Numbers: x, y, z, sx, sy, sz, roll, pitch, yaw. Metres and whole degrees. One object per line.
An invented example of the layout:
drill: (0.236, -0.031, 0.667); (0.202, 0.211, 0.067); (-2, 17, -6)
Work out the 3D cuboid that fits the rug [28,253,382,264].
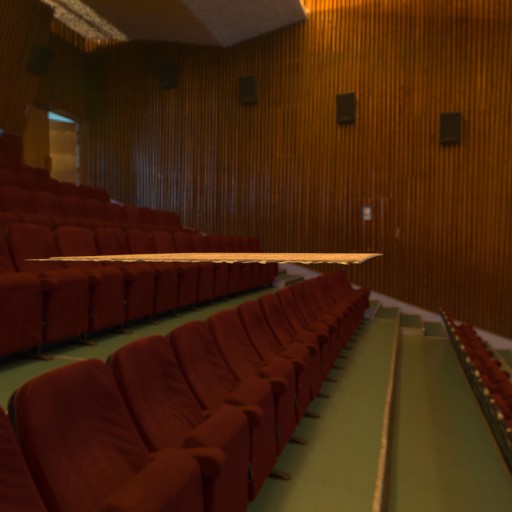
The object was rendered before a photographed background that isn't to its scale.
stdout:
rug: (0.000, 0.000, 3.055); (1.619, 0.023, 2.465); (0, 1, 18)
